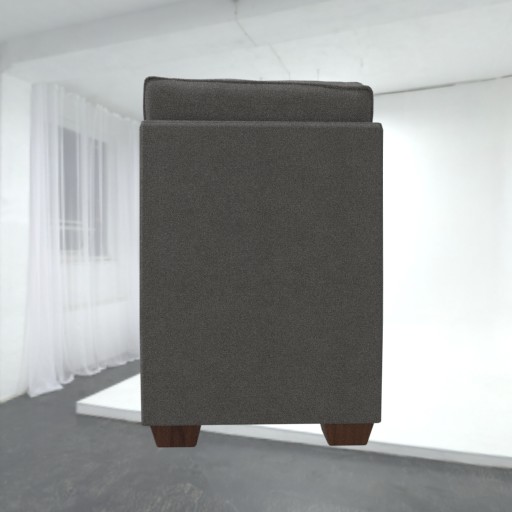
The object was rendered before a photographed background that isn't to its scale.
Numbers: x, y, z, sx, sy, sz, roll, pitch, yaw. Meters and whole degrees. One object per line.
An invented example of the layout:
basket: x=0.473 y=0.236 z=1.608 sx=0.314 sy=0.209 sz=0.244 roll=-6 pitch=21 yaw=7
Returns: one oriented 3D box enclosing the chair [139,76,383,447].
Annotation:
chair: x=0.000 y=0.000 z=1.548 sx=0.621 sy=0.970 sz=0.938 roll=0 pitch=0 yaw=-2
